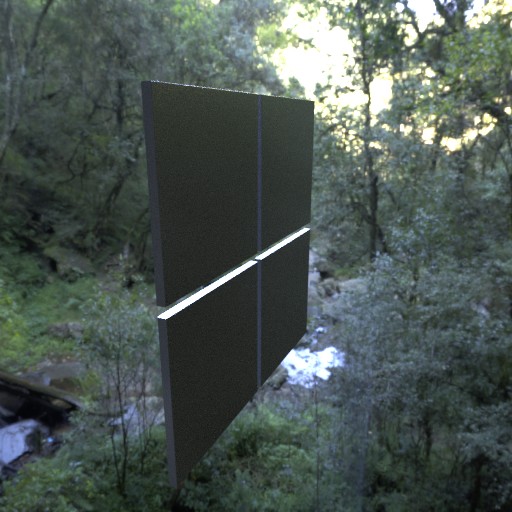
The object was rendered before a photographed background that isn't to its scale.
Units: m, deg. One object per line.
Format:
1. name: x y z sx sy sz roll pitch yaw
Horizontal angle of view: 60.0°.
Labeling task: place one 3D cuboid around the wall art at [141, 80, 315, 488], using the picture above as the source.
1. wall art: 0.000 0.000 1.628 0.029 1.118 1.118 8 19 25
